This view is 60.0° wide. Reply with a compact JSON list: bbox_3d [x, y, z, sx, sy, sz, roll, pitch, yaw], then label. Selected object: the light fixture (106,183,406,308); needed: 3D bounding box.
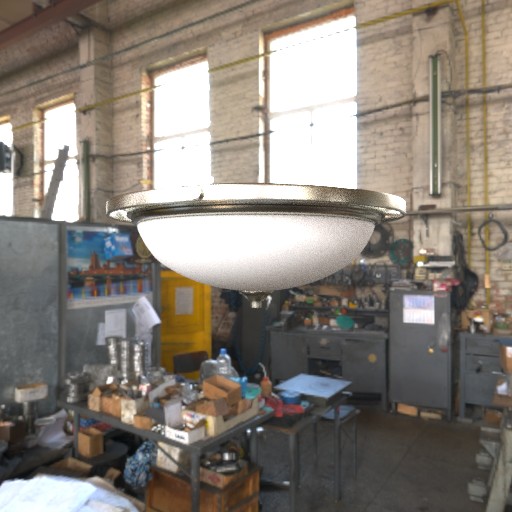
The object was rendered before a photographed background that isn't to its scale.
[{"bbox_3d":[0.000,0.000,0.563,0.361,0.130,0.361,0,-1,0],"label":"light fixture"}]
